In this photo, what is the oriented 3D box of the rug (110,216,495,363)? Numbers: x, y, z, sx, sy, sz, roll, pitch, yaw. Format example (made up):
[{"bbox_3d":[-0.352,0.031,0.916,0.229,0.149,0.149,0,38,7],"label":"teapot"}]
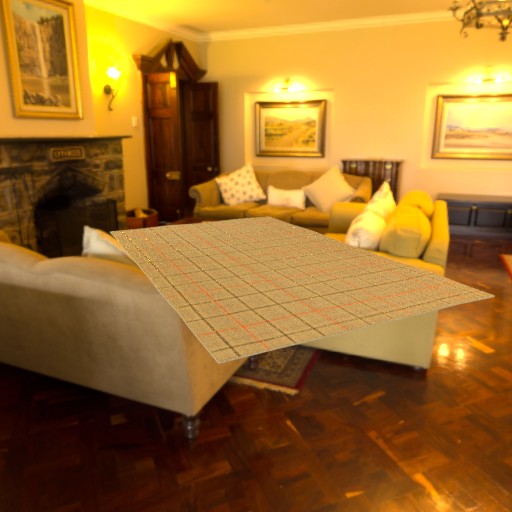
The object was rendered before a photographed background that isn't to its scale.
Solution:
[{"bbox_3d":[0.000,0.000,2.996,1.524,0.015,2.439,-8,17,-25],"label":"rug"}]
